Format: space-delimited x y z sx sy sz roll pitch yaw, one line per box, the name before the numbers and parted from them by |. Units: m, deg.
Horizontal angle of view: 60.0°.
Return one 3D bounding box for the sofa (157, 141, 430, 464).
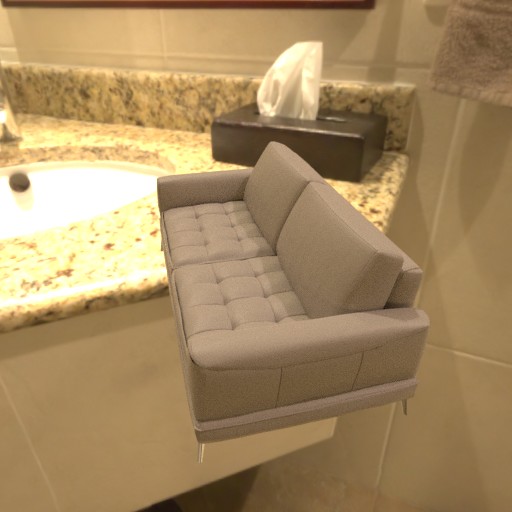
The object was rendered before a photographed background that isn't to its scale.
sofa | 0.000 0.000 2.763 1.121 0.930 2.177 -8 32 -13
